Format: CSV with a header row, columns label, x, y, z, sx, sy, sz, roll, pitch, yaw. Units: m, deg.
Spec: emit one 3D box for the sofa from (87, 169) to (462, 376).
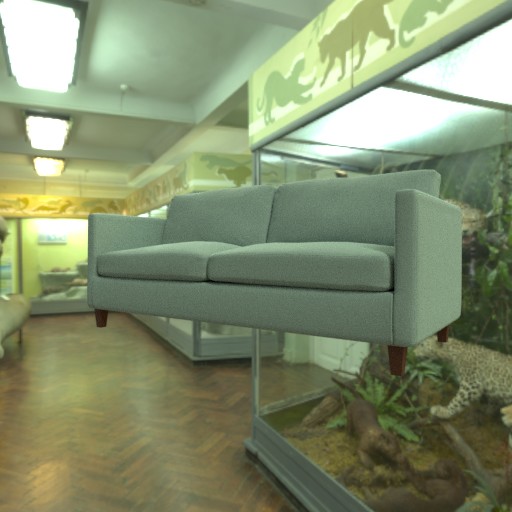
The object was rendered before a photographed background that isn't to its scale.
label,x,y,z,sx,sy,sz,roll,pitch,yaw
sofa,0.000,0.000,2.751,2.208,0.965,0.951,1,1,35
